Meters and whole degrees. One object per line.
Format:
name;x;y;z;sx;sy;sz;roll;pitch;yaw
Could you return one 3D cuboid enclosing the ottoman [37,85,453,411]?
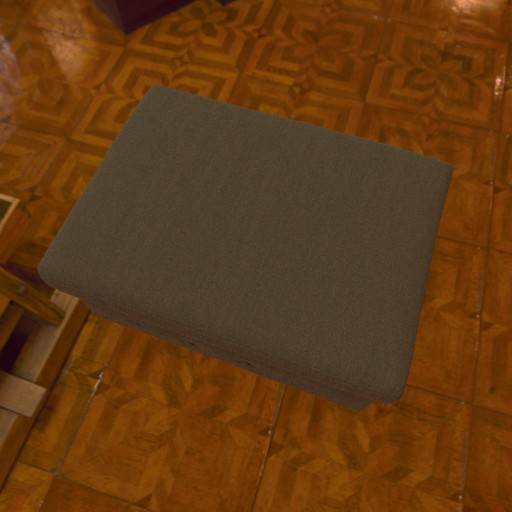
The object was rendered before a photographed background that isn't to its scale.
ottoman;0.000;0.000;1.133;0.771;0.500;0.569;18;66;8
